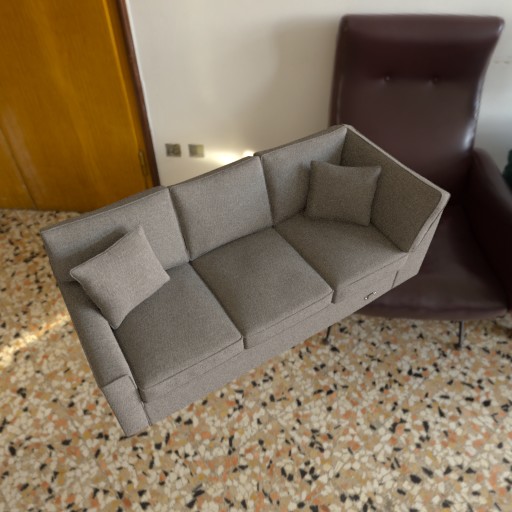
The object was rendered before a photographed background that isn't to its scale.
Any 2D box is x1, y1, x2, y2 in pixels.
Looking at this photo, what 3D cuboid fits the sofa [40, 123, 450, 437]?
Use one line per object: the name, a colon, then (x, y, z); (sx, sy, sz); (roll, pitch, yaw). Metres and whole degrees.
sofa: (0.000, 0.000, 2.882); (2.317, 0.962, 1.061); (-24, 51, -22)
